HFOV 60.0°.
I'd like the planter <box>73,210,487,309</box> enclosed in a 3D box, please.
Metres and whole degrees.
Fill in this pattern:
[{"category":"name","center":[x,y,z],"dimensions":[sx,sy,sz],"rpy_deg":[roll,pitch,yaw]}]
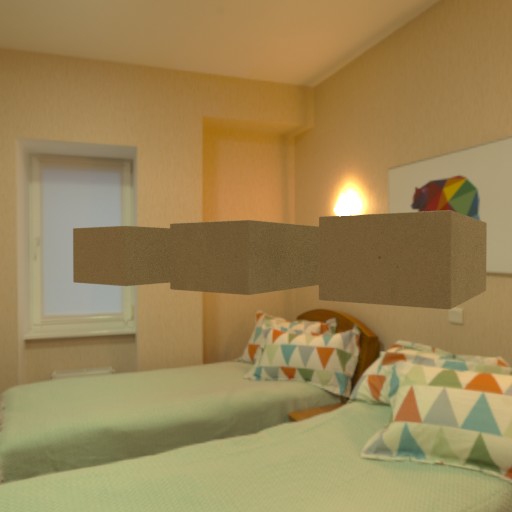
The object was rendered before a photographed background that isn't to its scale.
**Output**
[{"category":"planter","center":[0.000,0.000,0.376],"dimensions":[0.333,0.051,0.127],"rpy_deg":[1,1,35]}]
